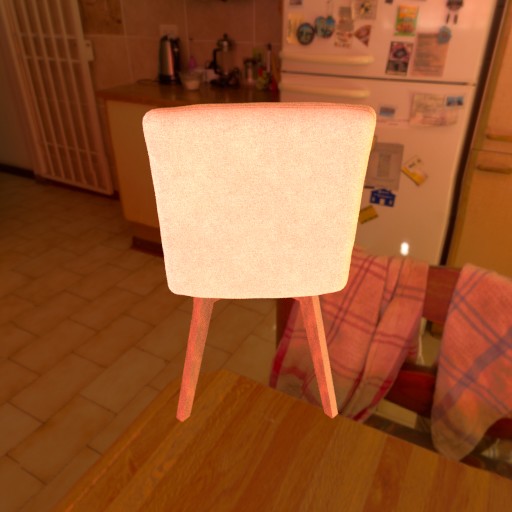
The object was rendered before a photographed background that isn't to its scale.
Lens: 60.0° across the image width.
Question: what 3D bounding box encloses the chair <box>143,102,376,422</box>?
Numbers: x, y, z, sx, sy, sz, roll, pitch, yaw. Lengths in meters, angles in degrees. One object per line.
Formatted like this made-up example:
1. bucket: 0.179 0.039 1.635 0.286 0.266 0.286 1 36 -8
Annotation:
1. chair: 0.000 0.000 1.324 0.522 0.974 0.563 -1 30 -1
